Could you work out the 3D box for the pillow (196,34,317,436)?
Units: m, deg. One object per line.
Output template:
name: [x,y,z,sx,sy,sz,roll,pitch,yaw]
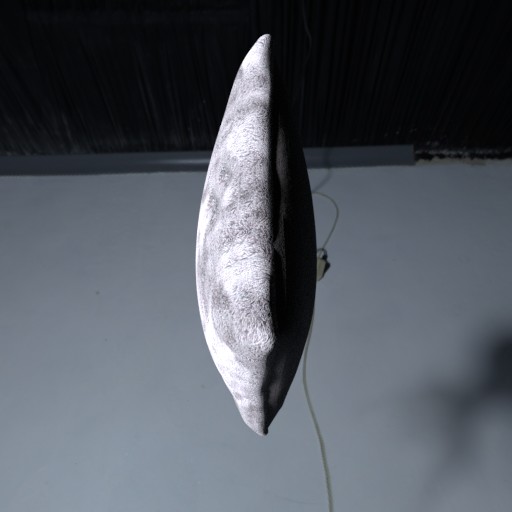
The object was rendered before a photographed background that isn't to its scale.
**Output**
pillow: [0.000,0.000,0.784,0.204,0.520,0.522,0,59,0]
